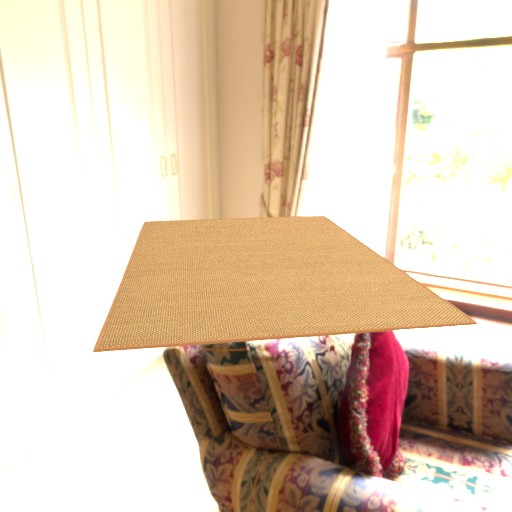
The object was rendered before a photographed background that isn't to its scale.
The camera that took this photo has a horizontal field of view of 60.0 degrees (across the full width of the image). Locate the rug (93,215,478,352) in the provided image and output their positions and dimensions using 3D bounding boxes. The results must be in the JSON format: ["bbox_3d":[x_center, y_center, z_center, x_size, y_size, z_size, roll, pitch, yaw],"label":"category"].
[{"bbox_3d":[0.000,0.000,2.709,1.524,0.013,2.134,-3,17,-8],"label":"rug"}]
